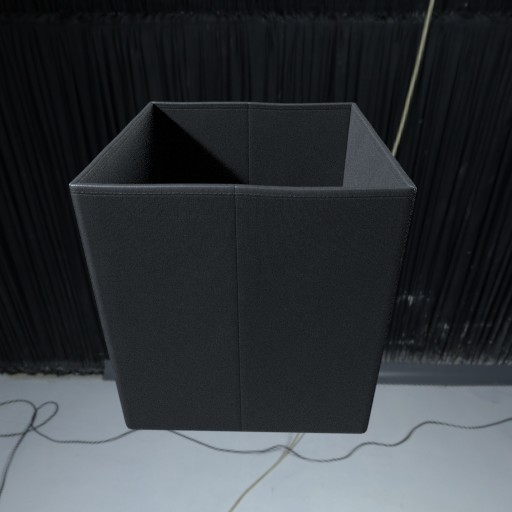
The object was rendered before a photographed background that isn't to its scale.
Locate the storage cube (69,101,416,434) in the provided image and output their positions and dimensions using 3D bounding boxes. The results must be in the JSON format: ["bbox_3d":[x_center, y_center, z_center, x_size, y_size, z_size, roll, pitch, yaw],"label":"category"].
[{"bbox_3d":[0.000,0.000,0.503,0.270,0.280,0.270,1,32,1],"label":"storage cube"}]
